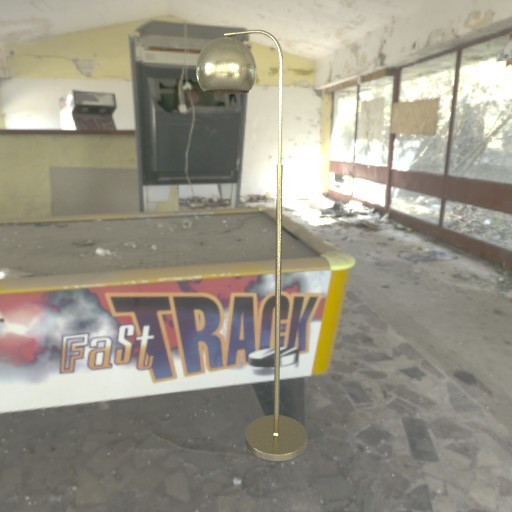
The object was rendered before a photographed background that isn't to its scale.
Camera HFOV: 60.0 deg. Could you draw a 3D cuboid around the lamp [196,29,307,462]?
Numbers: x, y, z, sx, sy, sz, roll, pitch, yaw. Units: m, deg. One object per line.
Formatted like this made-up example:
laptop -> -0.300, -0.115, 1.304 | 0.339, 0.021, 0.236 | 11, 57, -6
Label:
lamp -> 0.000, 0.000, 1.636 | 0.431, 1.526, 0.250 | 7, 16, 25
